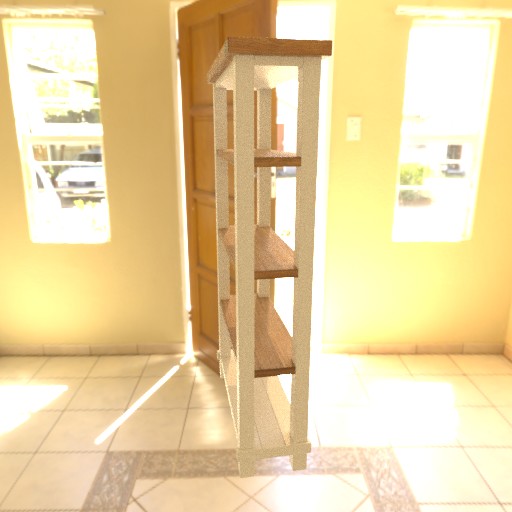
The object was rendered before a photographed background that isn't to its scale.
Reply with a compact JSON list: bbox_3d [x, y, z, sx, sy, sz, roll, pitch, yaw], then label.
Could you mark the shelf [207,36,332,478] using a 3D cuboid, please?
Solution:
[{"bbox_3d":[0.000,0.000,2.304,0.381,1.878,1.022,-3,16,-10],"label":"shelf"}]
